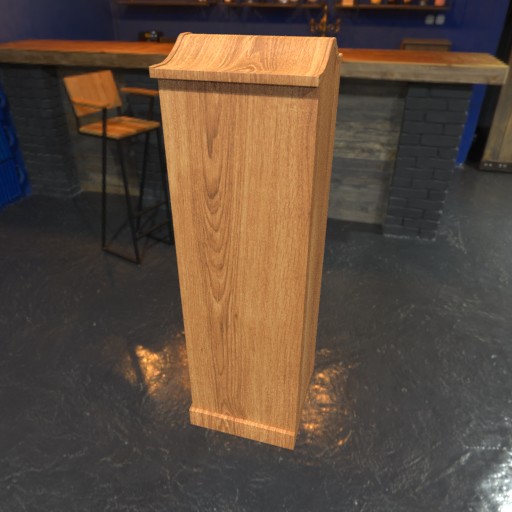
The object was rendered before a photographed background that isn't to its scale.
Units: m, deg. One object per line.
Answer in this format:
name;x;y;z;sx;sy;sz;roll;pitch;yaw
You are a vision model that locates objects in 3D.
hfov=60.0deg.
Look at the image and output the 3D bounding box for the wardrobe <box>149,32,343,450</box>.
wardrobe;0.000;0.000;2.087;0.570;1.870;0.590;9;32;14
